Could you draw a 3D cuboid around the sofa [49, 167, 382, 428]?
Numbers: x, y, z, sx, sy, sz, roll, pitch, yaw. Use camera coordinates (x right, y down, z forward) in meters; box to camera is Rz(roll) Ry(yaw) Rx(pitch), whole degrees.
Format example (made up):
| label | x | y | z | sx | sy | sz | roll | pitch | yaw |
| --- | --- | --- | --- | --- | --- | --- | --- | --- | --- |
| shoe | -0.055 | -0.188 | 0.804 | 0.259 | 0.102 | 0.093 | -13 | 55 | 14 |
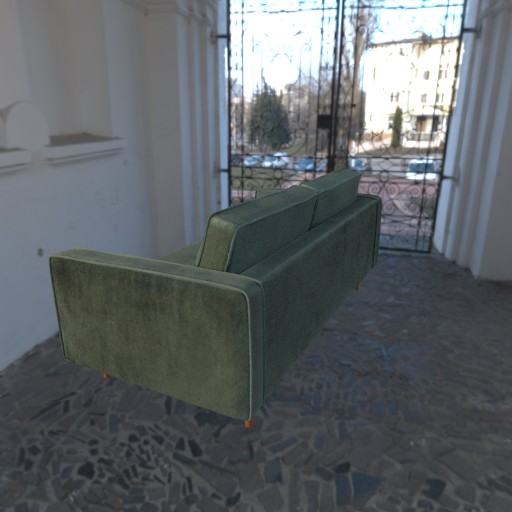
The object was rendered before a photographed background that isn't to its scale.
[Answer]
| label | x | y | z | sx | sy | sz | roll | pitch | yaw |
| --- | --- | --- | --- | --- | --- | --- | --- | --- | --- |
| sofa | 0.000 | 0.000 | 2.283 | 0.886 | 0.781 | 1.816 | 9 | 20 | 26 |
